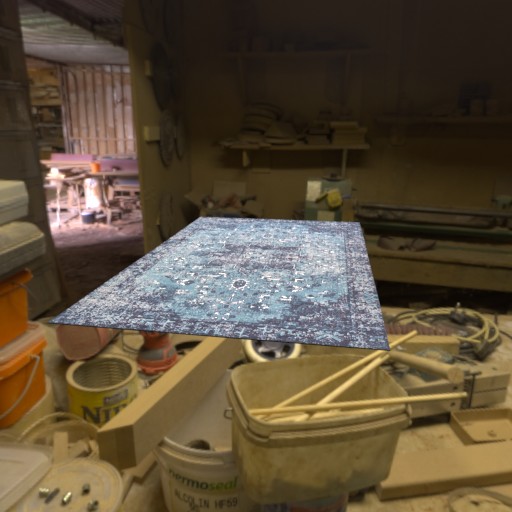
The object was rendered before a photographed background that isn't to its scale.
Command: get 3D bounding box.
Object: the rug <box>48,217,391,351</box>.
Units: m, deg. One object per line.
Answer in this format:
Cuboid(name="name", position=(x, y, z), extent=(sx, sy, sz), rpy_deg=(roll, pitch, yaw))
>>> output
Cuboid(name="rug", position=(0.000, 0.000, 3.060), extent=(1.525, 0.007, 2.440), rpy_deg=(3, 17, 9))
